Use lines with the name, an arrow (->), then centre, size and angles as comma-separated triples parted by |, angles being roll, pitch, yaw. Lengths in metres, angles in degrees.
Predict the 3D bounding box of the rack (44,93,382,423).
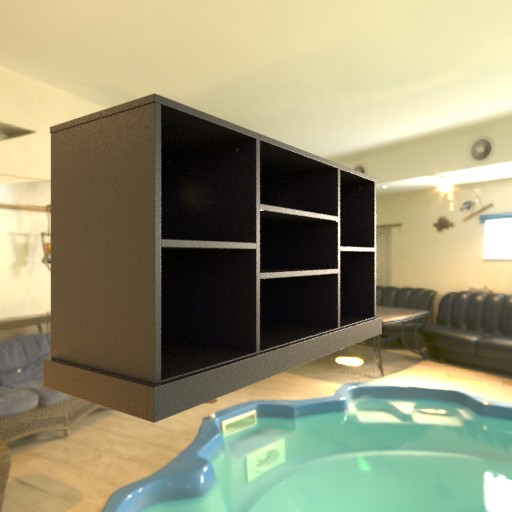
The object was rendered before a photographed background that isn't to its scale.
rack -> 0.000, 0.000, 1.447 | 0.399, 0.635, 1.206 | 0, 0, 36
